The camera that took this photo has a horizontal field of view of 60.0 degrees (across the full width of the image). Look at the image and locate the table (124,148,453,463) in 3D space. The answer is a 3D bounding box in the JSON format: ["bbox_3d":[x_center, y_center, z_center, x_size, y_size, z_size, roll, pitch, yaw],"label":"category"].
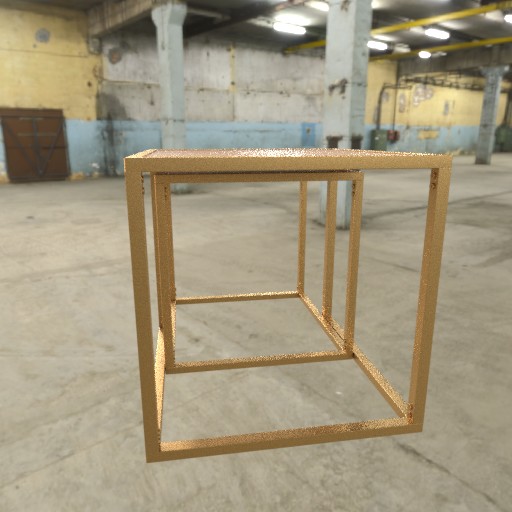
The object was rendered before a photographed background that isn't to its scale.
[{"bbox_3d":[0.000,0.000,1.085,0.505,0.505,0.762,-2,15,-9],"label":"table"}]
